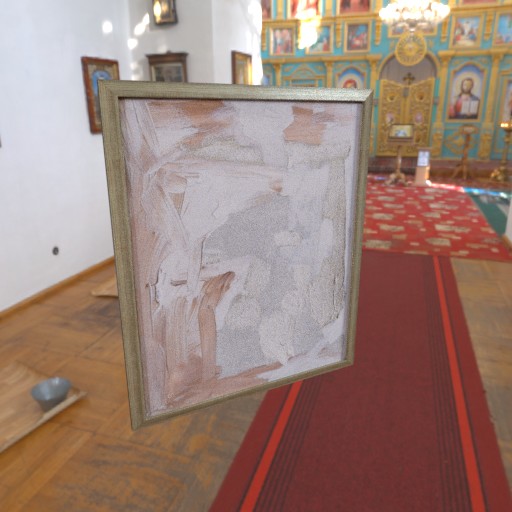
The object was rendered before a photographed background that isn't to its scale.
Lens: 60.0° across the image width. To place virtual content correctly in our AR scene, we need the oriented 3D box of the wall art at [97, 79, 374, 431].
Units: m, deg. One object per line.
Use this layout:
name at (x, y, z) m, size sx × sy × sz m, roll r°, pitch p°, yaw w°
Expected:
wall art at (0.000, 0.000, 0.915) m, size 0.559 × 0.660 × 0.018 m, roll -9°, pitch 19°, yaw -26°
